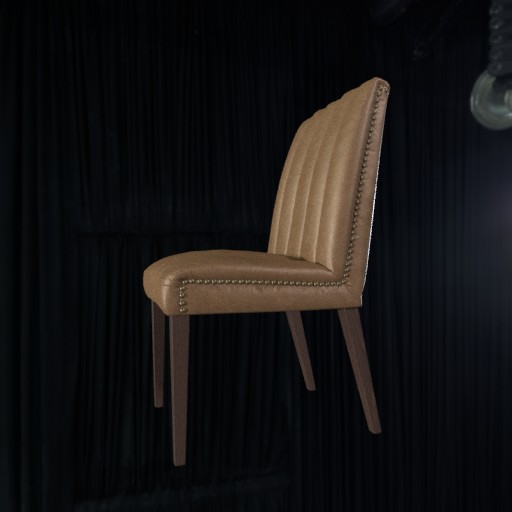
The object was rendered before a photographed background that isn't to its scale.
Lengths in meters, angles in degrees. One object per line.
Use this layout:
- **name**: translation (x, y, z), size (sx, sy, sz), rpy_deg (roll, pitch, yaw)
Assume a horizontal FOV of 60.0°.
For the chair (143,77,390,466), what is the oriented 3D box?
- **chair**: translation (0.000, 0.000, 1.373), size (0.647, 1.016, 0.511), rpy_deg (0, 1, -19)
